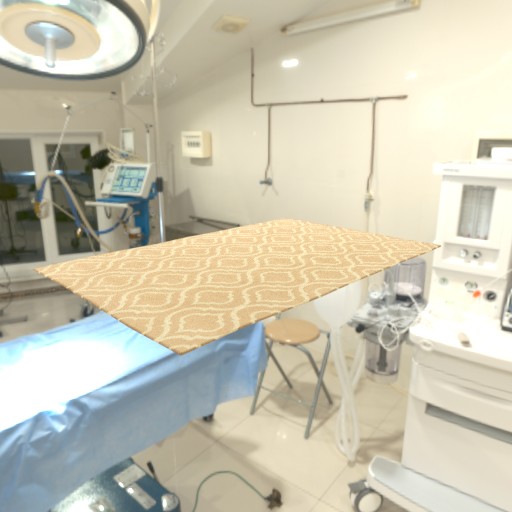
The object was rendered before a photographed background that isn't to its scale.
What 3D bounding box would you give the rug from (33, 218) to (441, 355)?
[{"bbox_3d":[0.000,0.000,2.232,1.152,0.013,1.761,15,22,43],"label":"rug"}]
